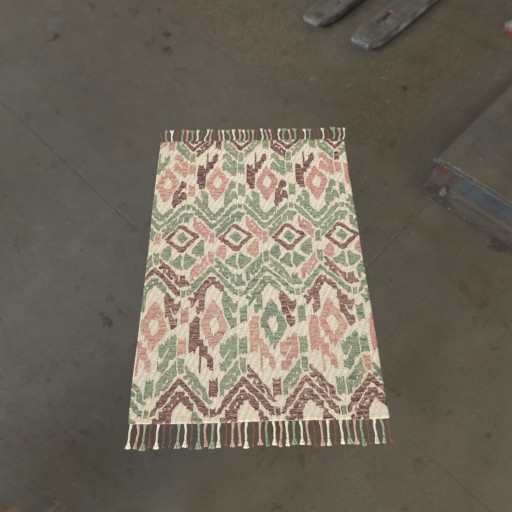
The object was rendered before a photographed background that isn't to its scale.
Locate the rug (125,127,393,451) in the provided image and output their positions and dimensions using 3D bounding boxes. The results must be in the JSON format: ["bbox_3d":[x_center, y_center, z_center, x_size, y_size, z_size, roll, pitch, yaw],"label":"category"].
[{"bbox_3d":[0.000,0.000,3.041,1.524,0.011,2.438,-1,60,-1],"label":"rug"}]
